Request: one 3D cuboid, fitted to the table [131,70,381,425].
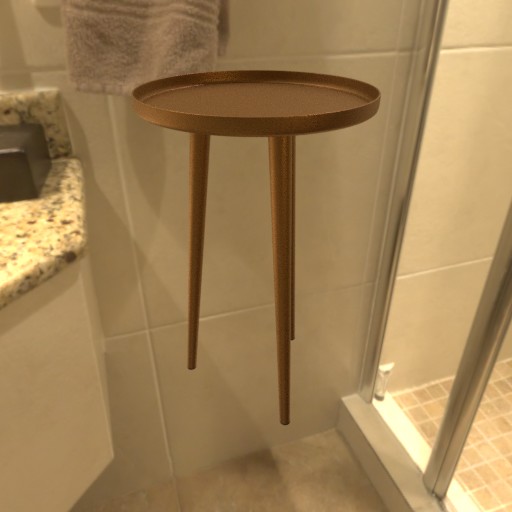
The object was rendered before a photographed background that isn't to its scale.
[{"bbox_3d":[0.000,0.000,0.667,0.299,0.480,0.299,19,35,28],"label":"table"}]
